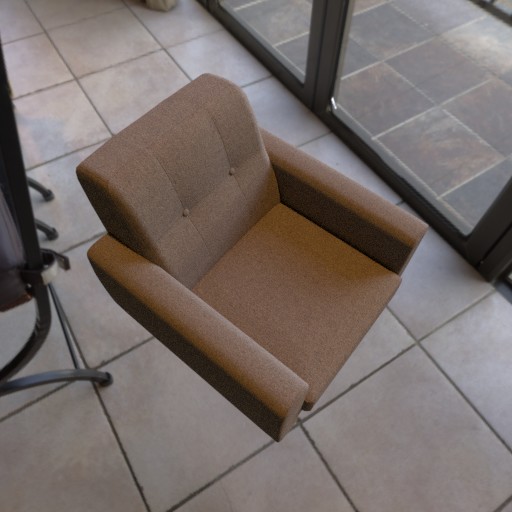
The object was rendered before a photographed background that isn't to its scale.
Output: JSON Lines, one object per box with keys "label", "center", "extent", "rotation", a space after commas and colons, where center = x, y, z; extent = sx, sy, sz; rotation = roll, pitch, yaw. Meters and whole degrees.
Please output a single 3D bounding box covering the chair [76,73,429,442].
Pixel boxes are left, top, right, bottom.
{"label": "chair", "center": [0.000, 0.000, 1.580], "extent": [0.907, 0.839, 0.831], "rotation": [35, 65, 19]}
